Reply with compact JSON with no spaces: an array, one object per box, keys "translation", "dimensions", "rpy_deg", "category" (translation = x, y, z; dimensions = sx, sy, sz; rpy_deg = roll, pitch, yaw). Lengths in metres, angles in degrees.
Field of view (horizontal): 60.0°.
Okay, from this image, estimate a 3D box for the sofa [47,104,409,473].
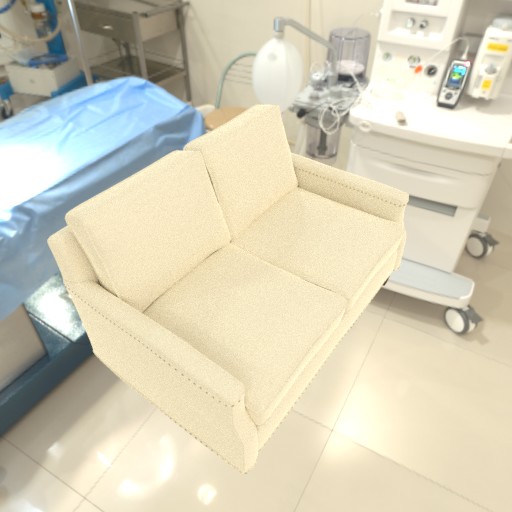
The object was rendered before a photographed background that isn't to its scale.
[{"translation":[0.000,0.000,2.281],"dimensions":[1.084,1.003,1.597],"rpy_deg":[27,49,26],"category":"sofa"}]
